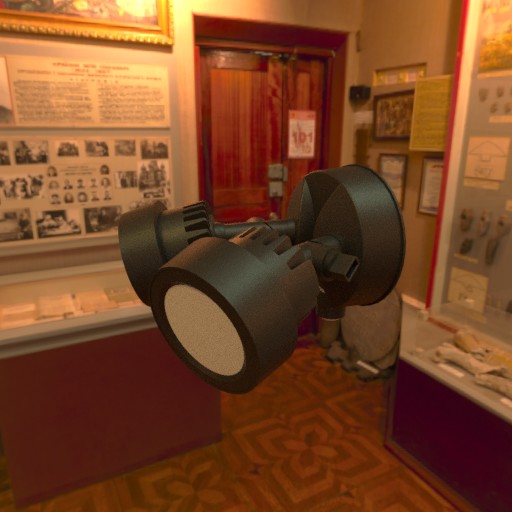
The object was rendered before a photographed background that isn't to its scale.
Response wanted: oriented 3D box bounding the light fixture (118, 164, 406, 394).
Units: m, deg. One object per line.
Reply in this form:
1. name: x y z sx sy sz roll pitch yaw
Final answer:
1. light fixture: 0.000 0.000 0.307 0.168 0.120 0.213 -8 18 -25
